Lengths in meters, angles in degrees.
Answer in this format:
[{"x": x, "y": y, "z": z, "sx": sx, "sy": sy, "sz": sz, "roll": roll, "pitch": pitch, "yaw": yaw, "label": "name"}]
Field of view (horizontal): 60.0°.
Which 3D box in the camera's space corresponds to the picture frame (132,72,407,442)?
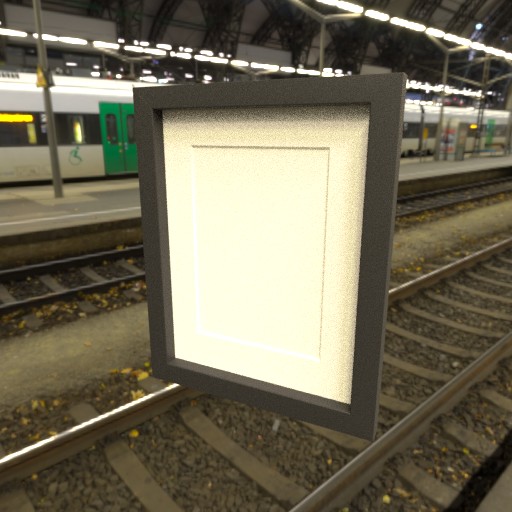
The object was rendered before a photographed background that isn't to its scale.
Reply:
[{"x": 0.000, "y": 0.000, "z": 0.522, "sx": 0.307, "sy": 0.383, "sz": 0.036, "roll": 8, "pitch": 17, "yaw": 25, "label": "picture frame"}]
